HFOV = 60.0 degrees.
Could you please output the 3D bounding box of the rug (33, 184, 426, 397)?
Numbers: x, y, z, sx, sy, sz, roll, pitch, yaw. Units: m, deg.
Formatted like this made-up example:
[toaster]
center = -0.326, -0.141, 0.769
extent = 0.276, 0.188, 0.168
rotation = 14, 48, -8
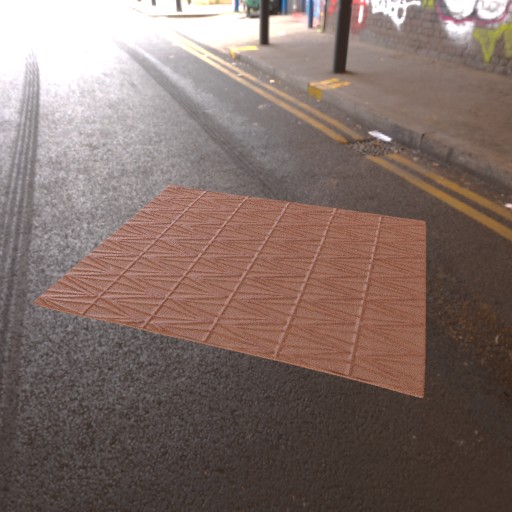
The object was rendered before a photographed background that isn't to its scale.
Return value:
[rug]
center = 0.000, 0.000, 4.179
extent = 3.052, 0.043, 2.453
rotation = 10, 35, 15
